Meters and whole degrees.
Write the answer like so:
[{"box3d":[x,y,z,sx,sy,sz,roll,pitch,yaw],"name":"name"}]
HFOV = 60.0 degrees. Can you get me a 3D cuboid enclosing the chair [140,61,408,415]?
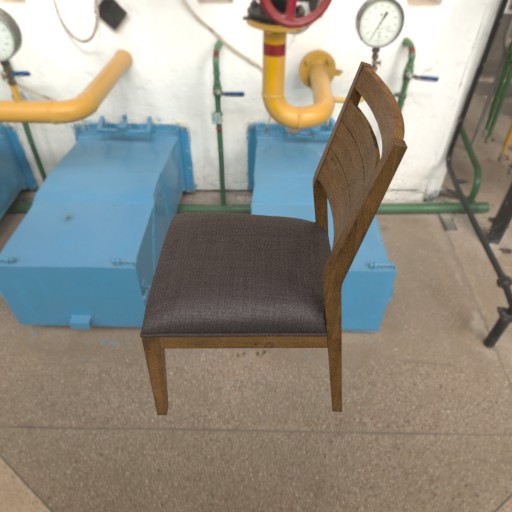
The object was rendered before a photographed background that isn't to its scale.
[{"box3d":[0.000,0.000,1.266,0.610,0.939,0.501,1,42,1],"name":"chair"}]
